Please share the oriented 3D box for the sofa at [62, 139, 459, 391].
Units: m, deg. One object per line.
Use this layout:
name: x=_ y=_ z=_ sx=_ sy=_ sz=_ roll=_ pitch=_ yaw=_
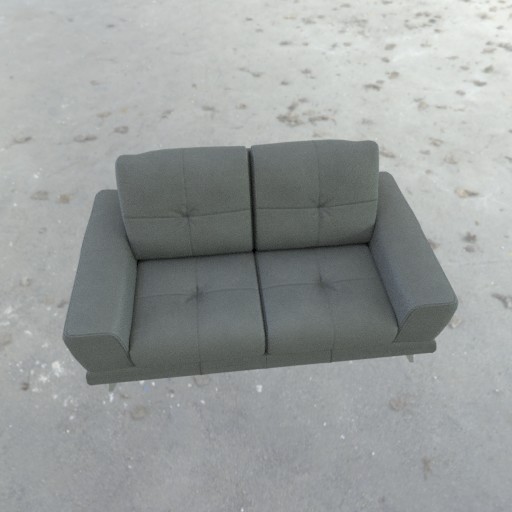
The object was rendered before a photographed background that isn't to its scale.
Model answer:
sofa: x=0.000 y=0.000 z=2.337 sx=1.806 sy=0.907 sz=1.018 roll=-4 pitch=47 yaw=-4
